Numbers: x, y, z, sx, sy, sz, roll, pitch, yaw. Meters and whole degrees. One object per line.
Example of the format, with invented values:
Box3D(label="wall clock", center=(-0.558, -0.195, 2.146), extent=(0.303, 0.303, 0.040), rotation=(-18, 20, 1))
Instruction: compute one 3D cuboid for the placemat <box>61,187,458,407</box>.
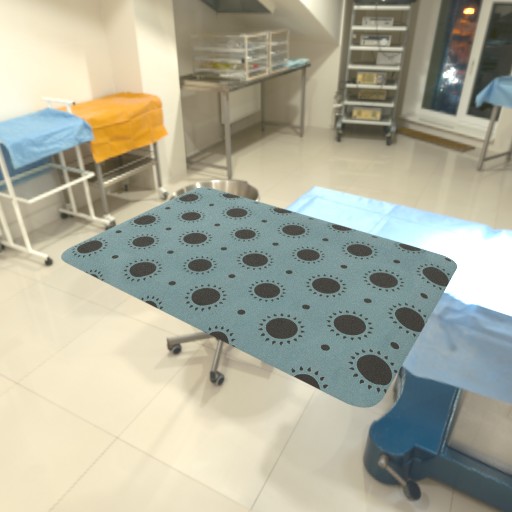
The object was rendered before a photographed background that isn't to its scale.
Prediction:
Box3D(label="placemat", center=(0.000, 0.000, 0.991), extent=(0.762, 0.021, 0.508), rotation=(20, 36, 29))
